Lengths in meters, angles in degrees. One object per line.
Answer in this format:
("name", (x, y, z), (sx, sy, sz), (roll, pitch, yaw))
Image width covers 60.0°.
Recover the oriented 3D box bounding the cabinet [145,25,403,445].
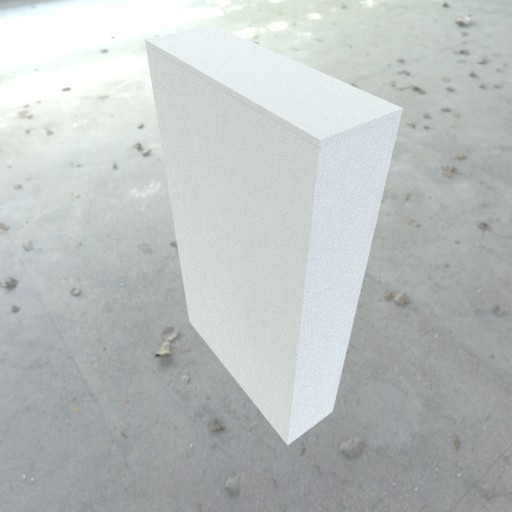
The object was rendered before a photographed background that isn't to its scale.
("cabinet", (0.000, 0.000, 1.543), (0.250, 1.280, 0.750), (-26, 49, -26))
